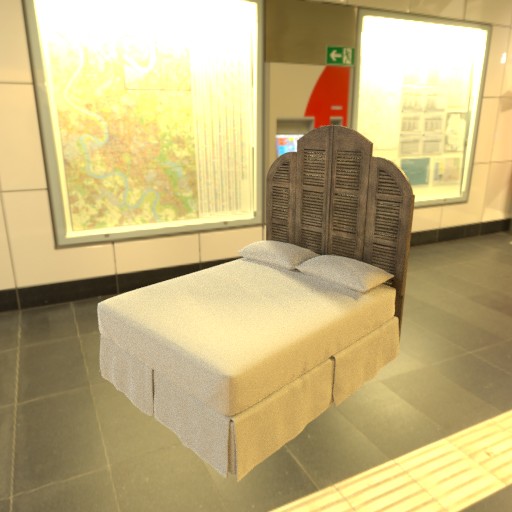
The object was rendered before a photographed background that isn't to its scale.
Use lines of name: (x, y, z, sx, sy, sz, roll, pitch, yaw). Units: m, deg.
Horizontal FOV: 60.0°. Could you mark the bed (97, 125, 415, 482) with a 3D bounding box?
bed: (0.000, 0.000, 3.591, 1.713, 2.019, 2.138, 16, 23, 42)
